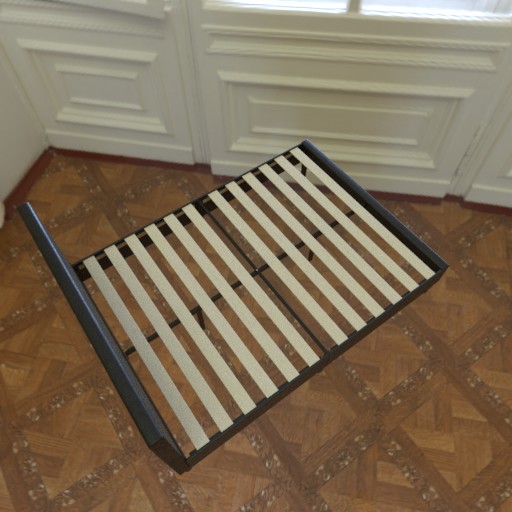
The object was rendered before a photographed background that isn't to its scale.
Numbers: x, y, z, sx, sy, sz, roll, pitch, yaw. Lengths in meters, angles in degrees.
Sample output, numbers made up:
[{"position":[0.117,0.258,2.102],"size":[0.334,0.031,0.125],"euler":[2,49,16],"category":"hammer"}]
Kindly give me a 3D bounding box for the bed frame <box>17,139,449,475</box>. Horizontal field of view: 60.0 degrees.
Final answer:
[{"position":[0.000,0.000,3.089],"size":[2.318,1.127,1.634],"euler":[-31,62,-18],"category":"bed frame"}]
